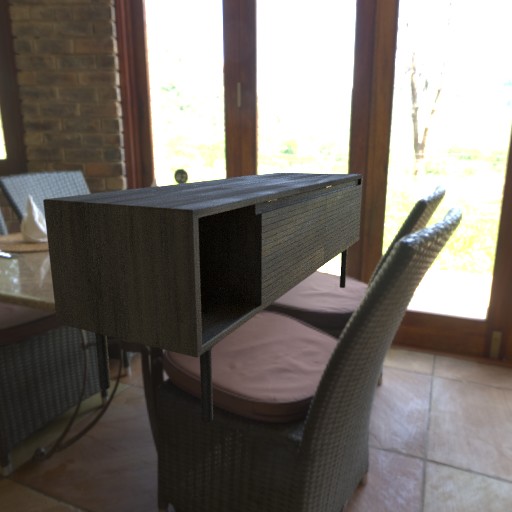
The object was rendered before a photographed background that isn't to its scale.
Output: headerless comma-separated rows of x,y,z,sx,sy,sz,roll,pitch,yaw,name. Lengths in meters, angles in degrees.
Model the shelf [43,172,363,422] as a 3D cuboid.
0.000,0.000,1.511,0.400,0.495,1.300,7,15,26,shelf
